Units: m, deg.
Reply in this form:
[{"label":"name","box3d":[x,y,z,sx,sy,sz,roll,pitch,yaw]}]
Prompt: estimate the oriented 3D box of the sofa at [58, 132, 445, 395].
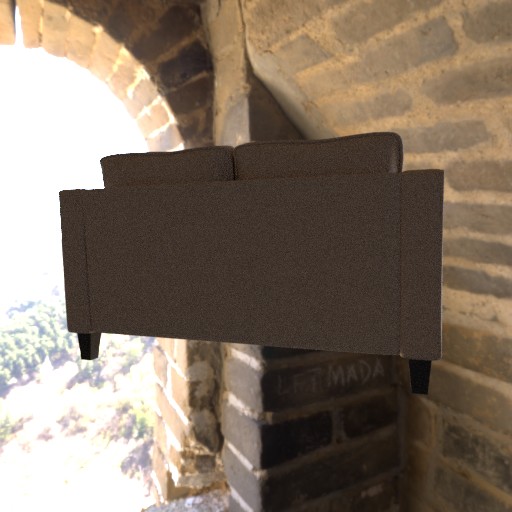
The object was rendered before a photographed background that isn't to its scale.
[{"label":"sofa","box3d":[0.000,0.000,3.407,2.587,1.562,1.351,0,1,19]}]
